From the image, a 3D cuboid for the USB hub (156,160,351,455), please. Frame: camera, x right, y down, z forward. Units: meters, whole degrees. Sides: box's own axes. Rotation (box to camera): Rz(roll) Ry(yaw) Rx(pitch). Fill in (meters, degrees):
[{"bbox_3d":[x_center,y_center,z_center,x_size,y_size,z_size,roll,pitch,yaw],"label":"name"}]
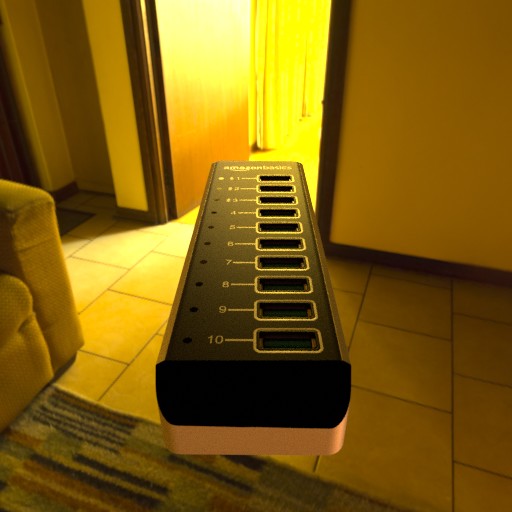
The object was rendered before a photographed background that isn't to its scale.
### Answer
[{"bbox_3d":[0.000,0.000,0.161,0.044,0.023,0.145,0,31,0],"label":"USB hub"}]
